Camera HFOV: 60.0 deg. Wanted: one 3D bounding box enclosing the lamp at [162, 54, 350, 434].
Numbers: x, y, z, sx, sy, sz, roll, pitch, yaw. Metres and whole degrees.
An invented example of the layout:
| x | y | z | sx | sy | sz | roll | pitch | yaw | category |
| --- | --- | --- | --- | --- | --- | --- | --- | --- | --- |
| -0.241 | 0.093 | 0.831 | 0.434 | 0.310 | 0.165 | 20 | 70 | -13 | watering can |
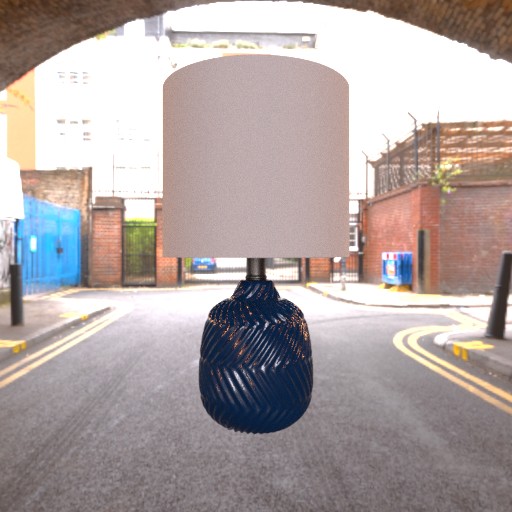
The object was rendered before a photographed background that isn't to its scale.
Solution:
| x | y | z | sx | sy | sz | roll | pitch | yaw | category |
| --- | --- | --- | --- | --- | --- | --- | --- | --- | --- |
| 0.000 | 0.000 | 0.492 | 0.203 | 0.368 | 0.203 | 0 | 0 | 36 | lamp |
